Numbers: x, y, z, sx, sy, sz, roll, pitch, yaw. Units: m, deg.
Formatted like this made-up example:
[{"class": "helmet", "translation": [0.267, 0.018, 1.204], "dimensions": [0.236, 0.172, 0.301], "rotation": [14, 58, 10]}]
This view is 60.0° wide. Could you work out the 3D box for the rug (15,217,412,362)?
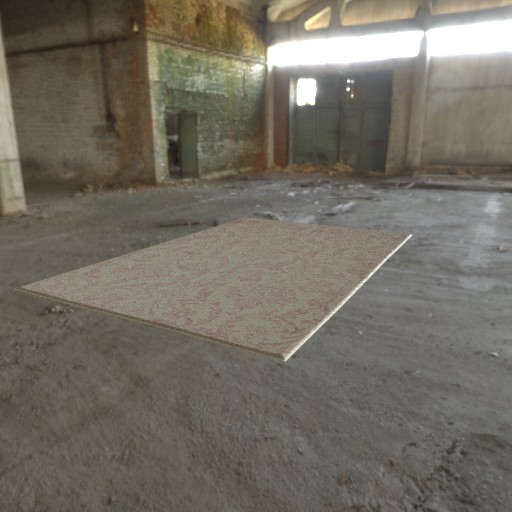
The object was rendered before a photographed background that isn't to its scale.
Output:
[{"class": "rug", "translation": [0.000, 0.000, 3.416], "dimensions": [1.819, 0.018, 2.746], "rotation": [8, 17, 28]}]
